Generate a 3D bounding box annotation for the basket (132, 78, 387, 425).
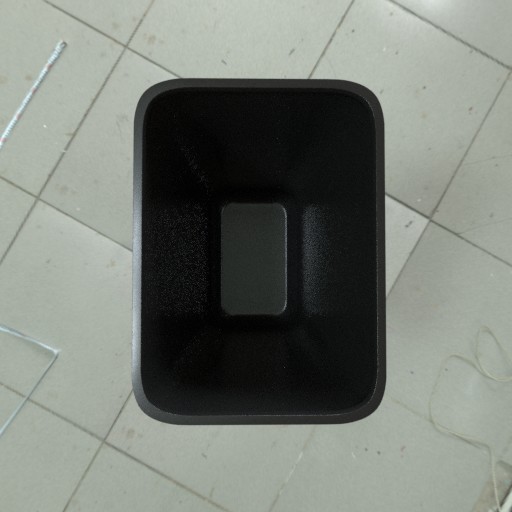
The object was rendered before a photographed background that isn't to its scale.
[{"bbox_3d":[0.000,0.000,0.760,0.287,0.521,0.394,0,88,-1],"label":"basket"}]
